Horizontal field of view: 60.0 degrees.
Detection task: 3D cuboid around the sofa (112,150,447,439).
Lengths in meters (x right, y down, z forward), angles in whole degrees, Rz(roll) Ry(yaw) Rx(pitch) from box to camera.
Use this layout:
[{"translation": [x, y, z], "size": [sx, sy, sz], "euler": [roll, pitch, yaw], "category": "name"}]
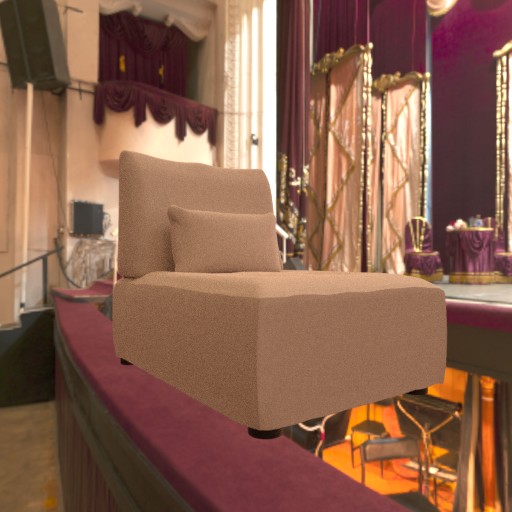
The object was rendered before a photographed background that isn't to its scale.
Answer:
[{"translation": [0.000, 0.000, 1.538], "size": [0.700, 0.820, 1.000], "euler": [0, 0, -35], "category": "sofa"}]
